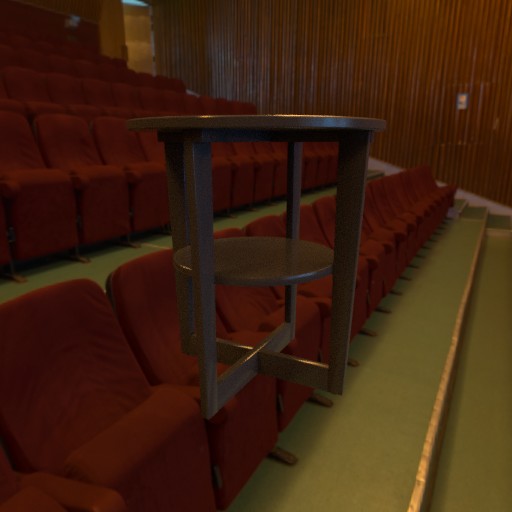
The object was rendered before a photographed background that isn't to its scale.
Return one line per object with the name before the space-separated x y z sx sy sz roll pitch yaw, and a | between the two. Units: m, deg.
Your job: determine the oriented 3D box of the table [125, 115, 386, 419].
table | 0.000 0.000 0.951 0.500 0.550 0.500 0 15 0
